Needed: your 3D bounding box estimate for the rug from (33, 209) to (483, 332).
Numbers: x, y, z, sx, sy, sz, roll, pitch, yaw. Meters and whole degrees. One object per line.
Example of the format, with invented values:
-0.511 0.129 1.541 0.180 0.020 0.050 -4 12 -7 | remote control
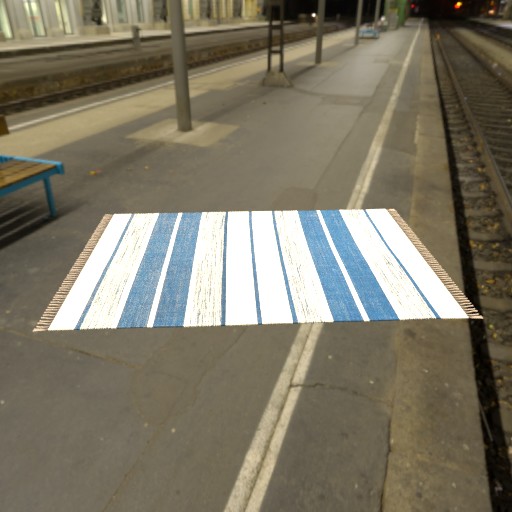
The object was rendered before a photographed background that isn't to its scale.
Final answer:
0.000 0.000 3.064 2.441 0.010 1.532 -1 29 -2 | rug
